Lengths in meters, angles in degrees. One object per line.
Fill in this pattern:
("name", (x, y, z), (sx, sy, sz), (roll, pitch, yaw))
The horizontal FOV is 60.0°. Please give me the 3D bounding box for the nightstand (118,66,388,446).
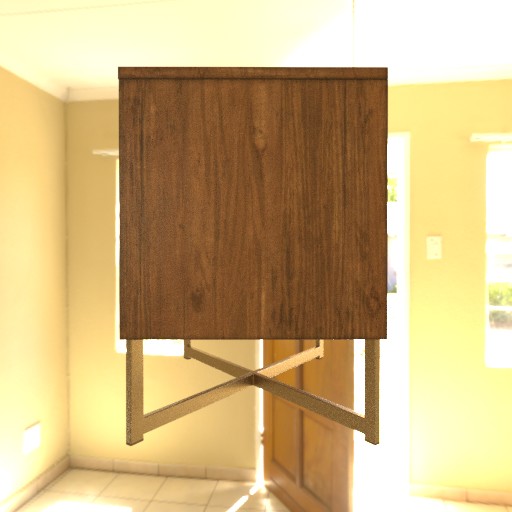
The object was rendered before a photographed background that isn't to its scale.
("nightstand", (0.000, 0.000, 1.015), (0.446, 0.610, 0.610), (0, 0, 0))
